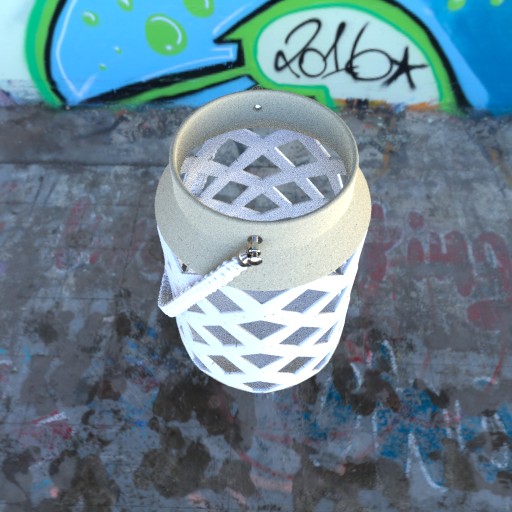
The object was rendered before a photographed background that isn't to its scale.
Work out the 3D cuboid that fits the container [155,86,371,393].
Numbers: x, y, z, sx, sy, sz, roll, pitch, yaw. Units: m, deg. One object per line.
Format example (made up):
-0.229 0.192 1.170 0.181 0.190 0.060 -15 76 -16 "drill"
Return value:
0.000 0.000 0.404 0.198 0.264 0.188 1 58 0 "container"
